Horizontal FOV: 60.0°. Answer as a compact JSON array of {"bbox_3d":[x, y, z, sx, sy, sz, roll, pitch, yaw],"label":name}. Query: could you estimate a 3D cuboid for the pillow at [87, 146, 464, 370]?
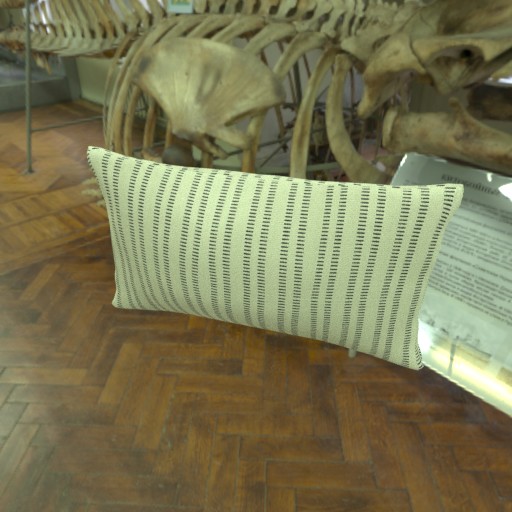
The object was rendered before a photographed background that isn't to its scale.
[{"bbox_3d":[0.000,0.000,0.807,0.640,0.353,0.210,9,32,15],"label":"pillow"}]
